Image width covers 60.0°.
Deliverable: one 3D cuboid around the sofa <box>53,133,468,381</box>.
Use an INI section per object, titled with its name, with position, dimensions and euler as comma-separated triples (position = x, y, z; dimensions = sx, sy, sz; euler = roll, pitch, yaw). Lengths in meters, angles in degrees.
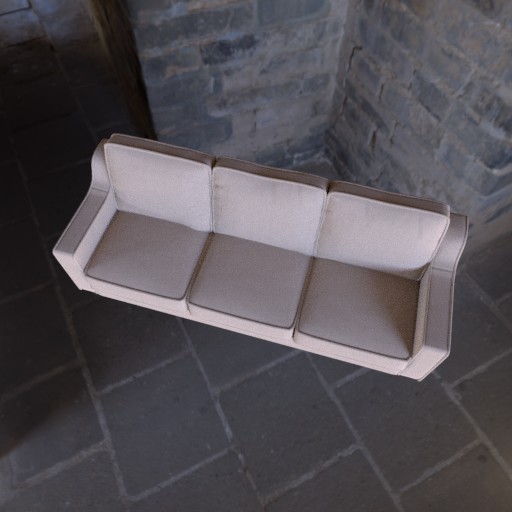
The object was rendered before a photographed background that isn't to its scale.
[sofa]
position = 0.000, 0.000, 2.554
dimensions = 2.131, 0.902, 0.791
euler = 14, 59, 8
